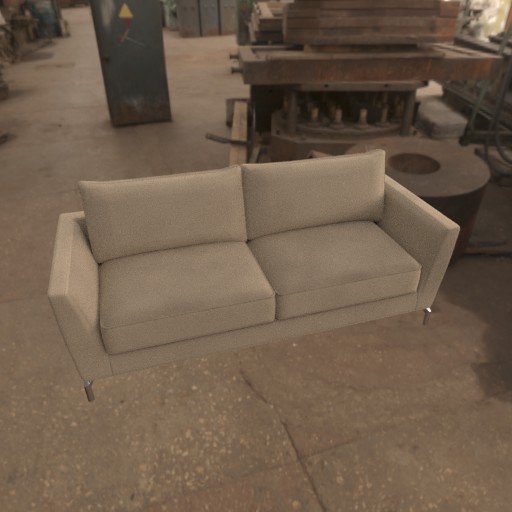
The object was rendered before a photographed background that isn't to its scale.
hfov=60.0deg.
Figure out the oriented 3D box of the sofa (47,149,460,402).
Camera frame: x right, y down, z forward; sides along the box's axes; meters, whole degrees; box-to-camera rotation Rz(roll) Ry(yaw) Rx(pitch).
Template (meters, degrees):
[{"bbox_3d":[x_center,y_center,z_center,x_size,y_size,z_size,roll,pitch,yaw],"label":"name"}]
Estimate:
[{"bbox_3d":[0.000,0.000,2.714,2.214,1.005,0.868,-9,34,-14],"label":"sofa"}]
